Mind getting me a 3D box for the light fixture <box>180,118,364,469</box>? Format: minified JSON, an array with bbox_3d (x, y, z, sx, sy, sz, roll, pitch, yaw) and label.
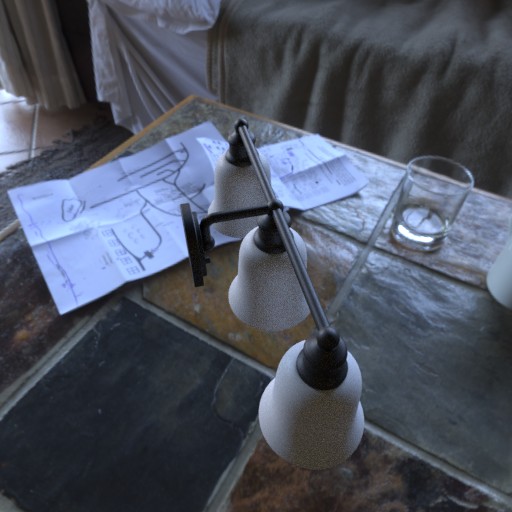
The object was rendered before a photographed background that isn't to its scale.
[{"bbox_3d":[0.000,0.000,0.670,0.198,0.211,0.570,-10,49,-9],"label":"light fixture"}]
